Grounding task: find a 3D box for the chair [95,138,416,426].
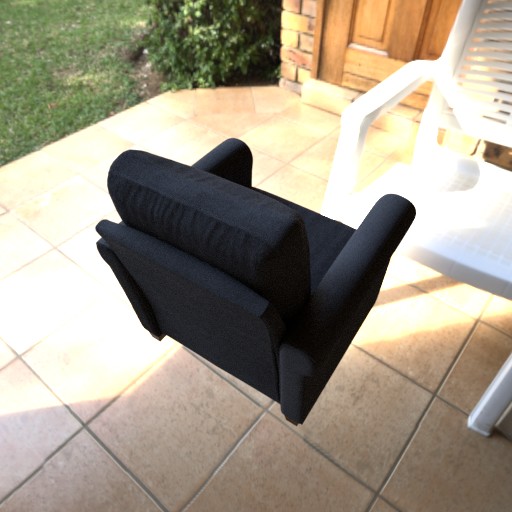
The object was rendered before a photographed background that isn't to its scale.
[{"bbox_3d":[0.000,0.000,1.622,0.867,0.942,0.828,25,50,23],"label":"chair"}]
